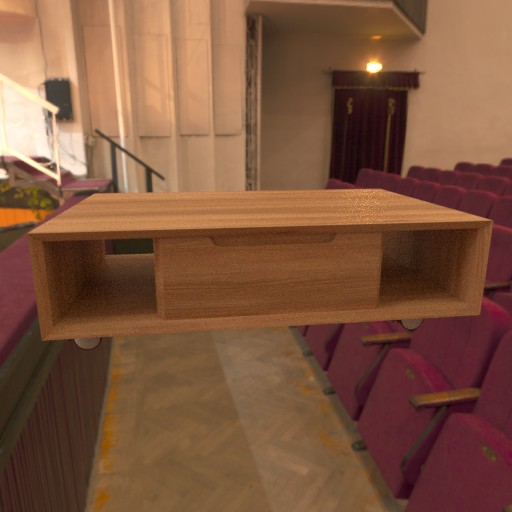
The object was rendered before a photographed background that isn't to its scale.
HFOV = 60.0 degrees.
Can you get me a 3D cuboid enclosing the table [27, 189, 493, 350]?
[{"bbox_3d":[0.000,0.000,1.412,1.100,0.330,0.700,-2,15,-8],"label":"table"}]
